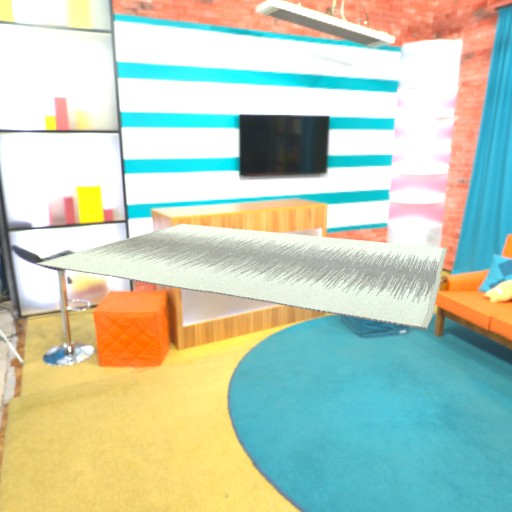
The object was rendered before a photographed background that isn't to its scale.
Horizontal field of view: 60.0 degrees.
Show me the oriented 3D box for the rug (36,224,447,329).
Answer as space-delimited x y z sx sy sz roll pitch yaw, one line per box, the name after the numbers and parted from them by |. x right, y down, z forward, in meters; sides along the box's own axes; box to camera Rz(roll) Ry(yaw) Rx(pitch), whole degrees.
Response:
0.000 0.000 2.328 1.815 0.007 1.226 7 16 25 | rug
